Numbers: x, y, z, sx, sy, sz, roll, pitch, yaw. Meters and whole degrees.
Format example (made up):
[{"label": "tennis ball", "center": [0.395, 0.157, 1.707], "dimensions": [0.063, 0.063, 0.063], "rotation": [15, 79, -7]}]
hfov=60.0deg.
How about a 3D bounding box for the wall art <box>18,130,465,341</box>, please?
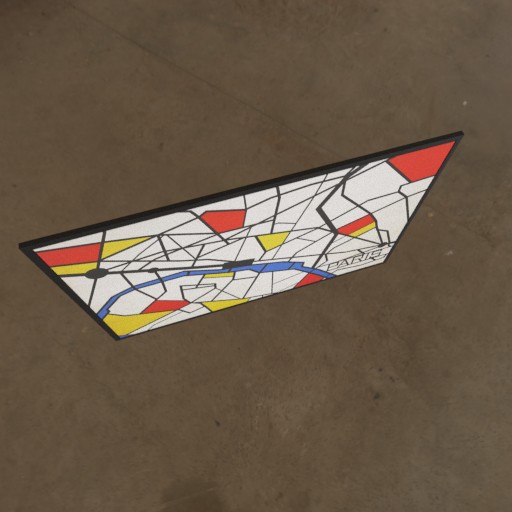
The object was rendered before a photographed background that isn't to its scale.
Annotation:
[{"label": "wall art", "center": [0.000, 0.000, 1.220], "dimensions": [0.963, 0.665, 0.013], "rotation": [-15, 65, -7]}]
